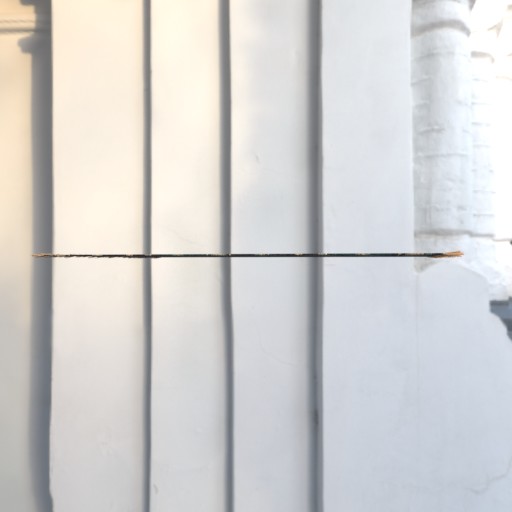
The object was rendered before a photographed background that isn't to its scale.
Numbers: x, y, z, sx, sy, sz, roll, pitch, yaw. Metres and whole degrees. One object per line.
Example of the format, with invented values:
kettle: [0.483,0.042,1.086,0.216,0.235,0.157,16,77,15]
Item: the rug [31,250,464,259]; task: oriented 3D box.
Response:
rug: [0.000,0.000,2.414,1.936,0.028,1.181,0,-1,18]
